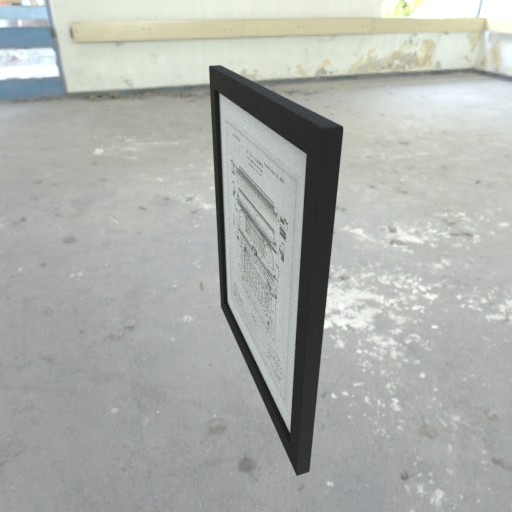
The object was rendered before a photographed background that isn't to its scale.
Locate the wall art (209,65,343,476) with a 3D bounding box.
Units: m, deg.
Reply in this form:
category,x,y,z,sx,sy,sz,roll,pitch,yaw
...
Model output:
category,x,y,z,sx,sy,sz,roll,pitch,yaw
wall art,0.000,0.000,0.703,0.021,0.508,0.432,-10,32,-16
